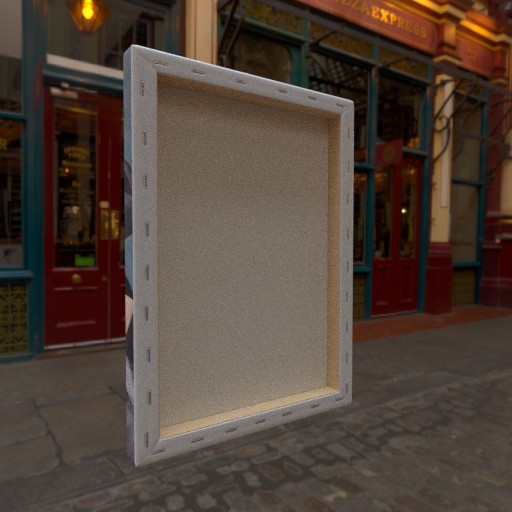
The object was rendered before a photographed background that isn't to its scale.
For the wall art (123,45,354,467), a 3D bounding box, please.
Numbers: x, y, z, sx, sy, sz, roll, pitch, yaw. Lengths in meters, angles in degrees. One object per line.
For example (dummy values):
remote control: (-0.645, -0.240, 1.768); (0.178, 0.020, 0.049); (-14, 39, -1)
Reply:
wall art: (0.000, 0.000, 0.782); (0.455, 0.613, 0.037); (-1, 2, -35)
